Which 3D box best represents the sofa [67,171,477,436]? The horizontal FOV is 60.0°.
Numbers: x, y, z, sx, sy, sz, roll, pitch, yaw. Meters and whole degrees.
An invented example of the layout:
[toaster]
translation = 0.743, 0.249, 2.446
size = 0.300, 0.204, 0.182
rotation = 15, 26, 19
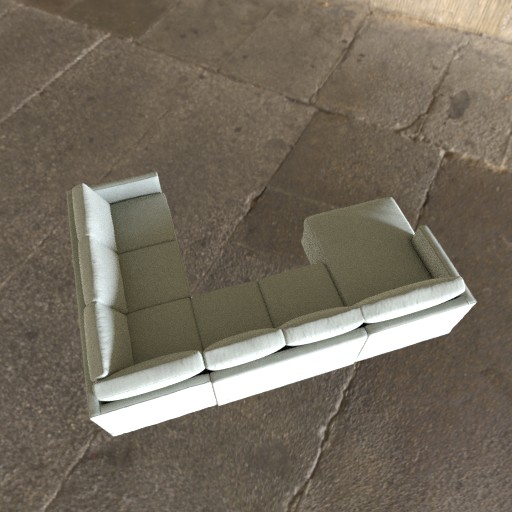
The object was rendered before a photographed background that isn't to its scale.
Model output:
[sofa]
translation = 0.000, 0.000, 4.510
size = 3.434, 0.869, 2.440
rotation = -15, 58, -9
